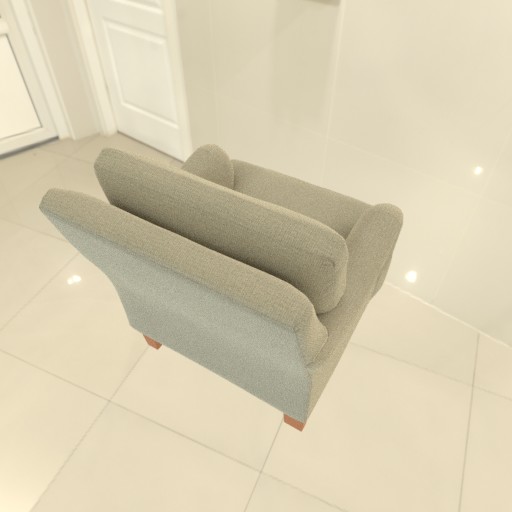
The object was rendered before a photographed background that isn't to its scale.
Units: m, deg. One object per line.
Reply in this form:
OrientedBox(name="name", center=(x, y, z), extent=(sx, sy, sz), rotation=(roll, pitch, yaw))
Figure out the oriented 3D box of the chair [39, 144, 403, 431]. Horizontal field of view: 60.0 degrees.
OrientedBox(name="chair", center=(0.000, 0.000, 1.787), extent=(0.955, 1.038, 1.070), rotation=(23, 50, 21))
